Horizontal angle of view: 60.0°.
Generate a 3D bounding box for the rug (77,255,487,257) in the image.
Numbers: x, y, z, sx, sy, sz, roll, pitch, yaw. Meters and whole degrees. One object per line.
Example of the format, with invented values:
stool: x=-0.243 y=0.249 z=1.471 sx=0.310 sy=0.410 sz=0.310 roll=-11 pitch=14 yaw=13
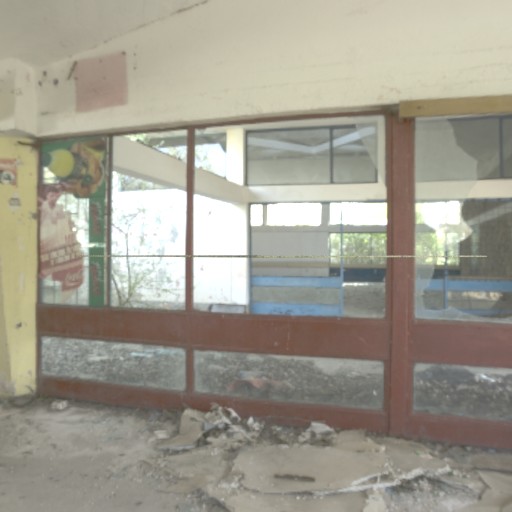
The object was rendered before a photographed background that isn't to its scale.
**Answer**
rug: x=0.000 y=0.000 z=4.251 sx=2.437 sy=0.014 sz=3.201 roll=0 pitch=0 yaw=-37
